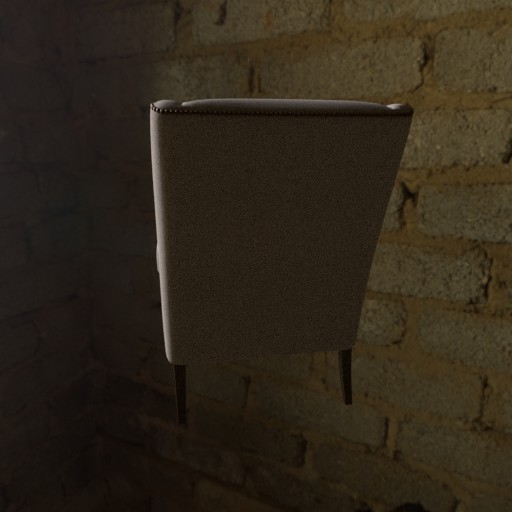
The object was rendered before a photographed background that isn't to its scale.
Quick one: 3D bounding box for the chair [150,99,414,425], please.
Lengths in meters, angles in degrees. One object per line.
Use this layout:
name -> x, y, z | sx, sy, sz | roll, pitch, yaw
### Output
chair -> 0.000, 0.000, 1.636 | 0.737, 1.029, 0.940 | -3, 15, -11
